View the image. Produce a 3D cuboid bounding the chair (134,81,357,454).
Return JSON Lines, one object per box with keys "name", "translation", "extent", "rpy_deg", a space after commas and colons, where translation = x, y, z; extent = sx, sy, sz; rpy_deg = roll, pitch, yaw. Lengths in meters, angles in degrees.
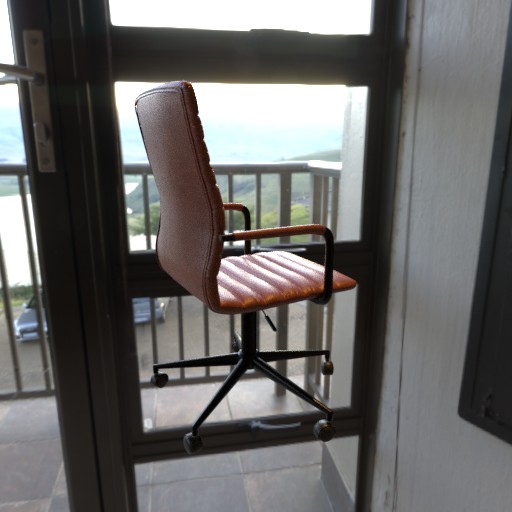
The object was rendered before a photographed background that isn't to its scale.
{"name": "chair", "translation": [0.000, 0.000, 1.270], "extent": [0.578, 0.878, 0.600], "rpy_deg": [-7, 16, -27]}
